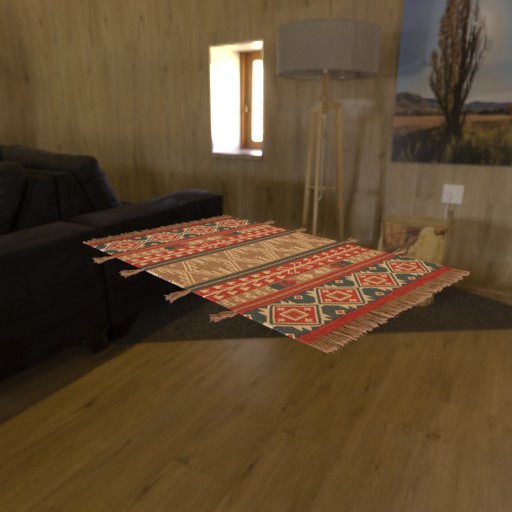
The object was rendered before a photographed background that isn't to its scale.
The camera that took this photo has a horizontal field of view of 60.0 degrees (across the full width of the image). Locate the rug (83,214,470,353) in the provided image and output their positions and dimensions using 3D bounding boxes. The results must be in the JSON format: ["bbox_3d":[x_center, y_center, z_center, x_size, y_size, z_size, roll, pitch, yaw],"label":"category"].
[{"bbox_3d":[0.000,0.000,2.625,1.469,0.040,2.025,-16,23,-41],"label":"rug"}]
